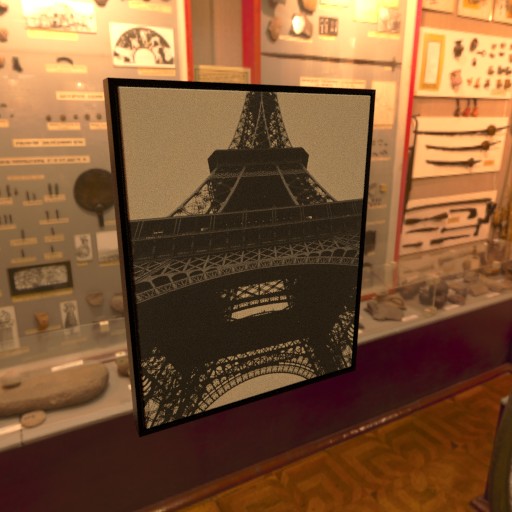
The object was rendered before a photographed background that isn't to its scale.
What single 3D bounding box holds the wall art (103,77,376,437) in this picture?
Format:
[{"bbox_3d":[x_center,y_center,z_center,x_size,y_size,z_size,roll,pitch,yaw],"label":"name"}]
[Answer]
[{"bbox_3d":[0.000,0.000,0.766,0.451,0.553,0.039,-8,19,-26],"label":"wall art"}]
